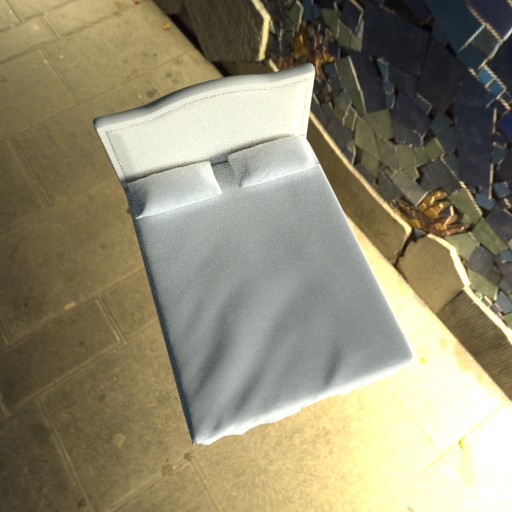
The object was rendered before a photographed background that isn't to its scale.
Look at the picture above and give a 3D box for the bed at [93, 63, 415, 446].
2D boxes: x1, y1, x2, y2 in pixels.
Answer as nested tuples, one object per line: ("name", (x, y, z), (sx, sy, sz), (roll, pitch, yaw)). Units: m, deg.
("bed", (0.000, 0.000, 3.420), (1.821, 1.436, 2.282), (-18, 67, -8))
